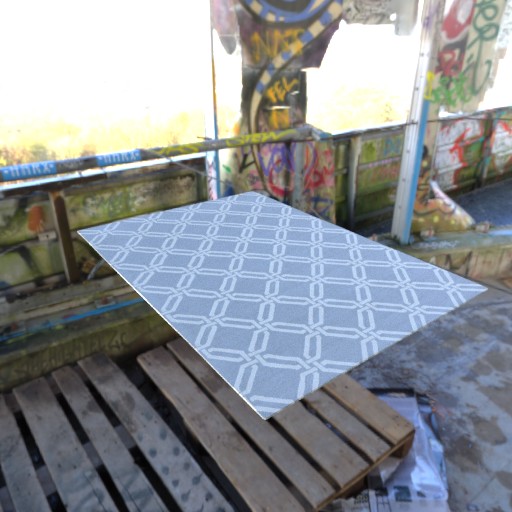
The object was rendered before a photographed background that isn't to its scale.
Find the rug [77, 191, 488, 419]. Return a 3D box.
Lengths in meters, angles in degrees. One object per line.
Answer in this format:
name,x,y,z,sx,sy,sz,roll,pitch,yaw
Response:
rug,0.000,0.000,2.729,1.522,0.013,2.133,-18,31,-33
